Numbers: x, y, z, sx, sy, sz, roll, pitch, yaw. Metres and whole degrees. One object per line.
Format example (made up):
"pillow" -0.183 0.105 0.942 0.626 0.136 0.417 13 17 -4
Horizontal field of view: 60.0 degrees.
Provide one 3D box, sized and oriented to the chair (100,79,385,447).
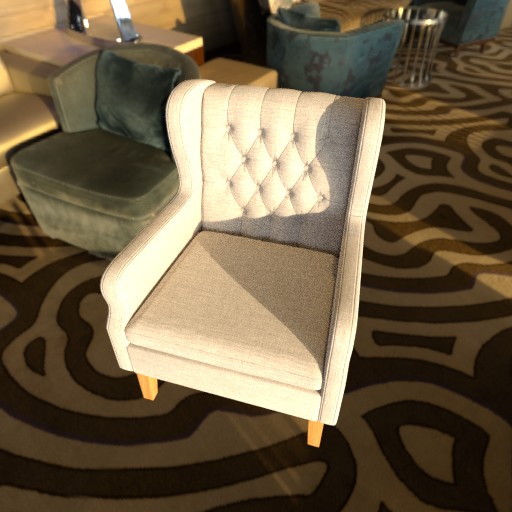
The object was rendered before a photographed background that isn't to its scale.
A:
"chair" 0.000 0.000 1.474 0.710 0.930 0.760 11 42 13
